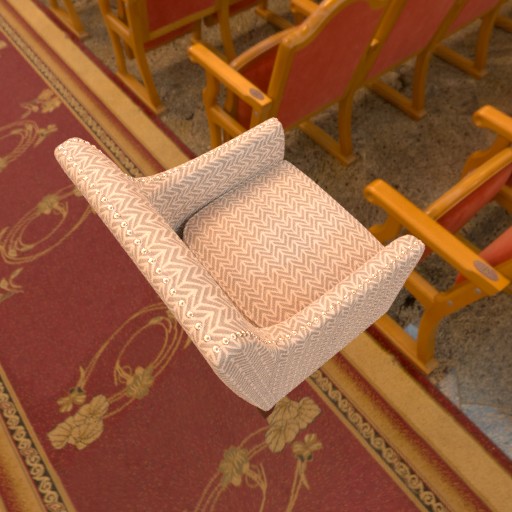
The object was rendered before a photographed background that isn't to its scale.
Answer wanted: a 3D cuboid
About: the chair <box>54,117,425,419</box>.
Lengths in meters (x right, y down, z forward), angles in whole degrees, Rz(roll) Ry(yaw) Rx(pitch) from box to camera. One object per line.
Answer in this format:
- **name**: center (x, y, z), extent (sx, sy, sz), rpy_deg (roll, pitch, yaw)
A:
- **chair**: center (0.000, 0.000, 1.261), extent (0.651, 0.816, 0.623), rpy_deg (-34, 64, -19)
